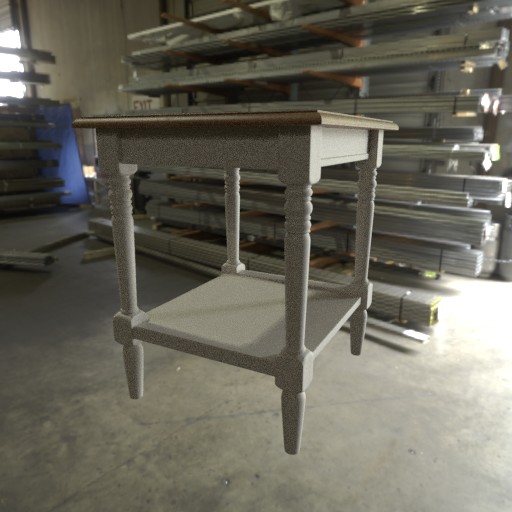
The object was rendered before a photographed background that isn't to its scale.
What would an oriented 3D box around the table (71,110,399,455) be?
[{"bbox_3d":[0.000,0.000,0.952,0.457,0.561,0.508,8,17,27],"label":"table"}]
